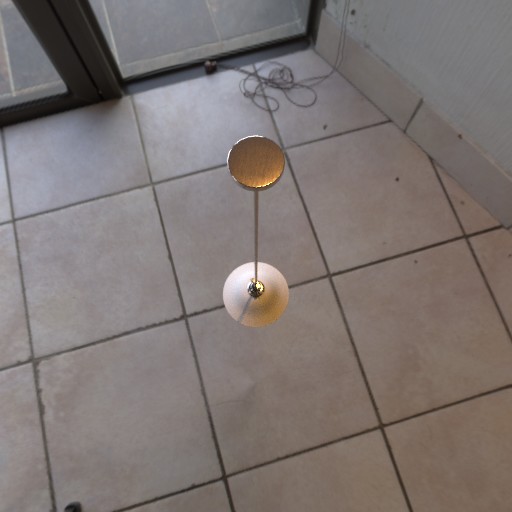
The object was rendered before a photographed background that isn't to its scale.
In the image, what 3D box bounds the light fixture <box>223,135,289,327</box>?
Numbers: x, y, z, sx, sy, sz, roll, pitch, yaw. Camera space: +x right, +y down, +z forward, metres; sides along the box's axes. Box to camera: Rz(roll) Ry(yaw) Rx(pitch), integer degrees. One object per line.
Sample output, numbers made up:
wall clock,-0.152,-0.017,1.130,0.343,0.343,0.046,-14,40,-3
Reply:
light fixture,0.000,0.000,1.521,0.324,1.354,0.324,-34,77,-9
